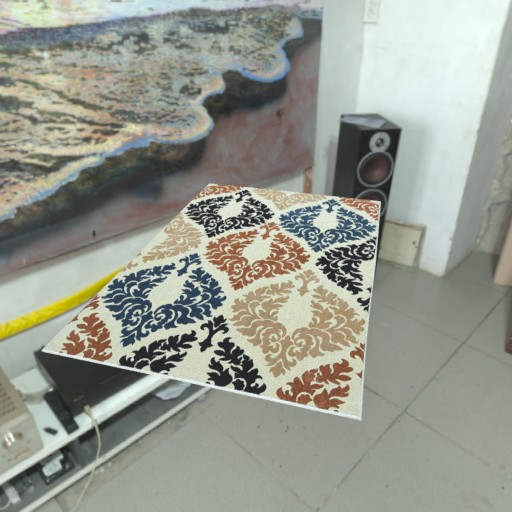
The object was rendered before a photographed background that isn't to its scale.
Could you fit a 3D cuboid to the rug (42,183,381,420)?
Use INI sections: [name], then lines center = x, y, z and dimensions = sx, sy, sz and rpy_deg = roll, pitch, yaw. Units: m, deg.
[rug]
center = 0.000, 0.000, 2.895
dimensions = 1.514, 0.014, 2.275
rpy_deg = 8, 31, 13
